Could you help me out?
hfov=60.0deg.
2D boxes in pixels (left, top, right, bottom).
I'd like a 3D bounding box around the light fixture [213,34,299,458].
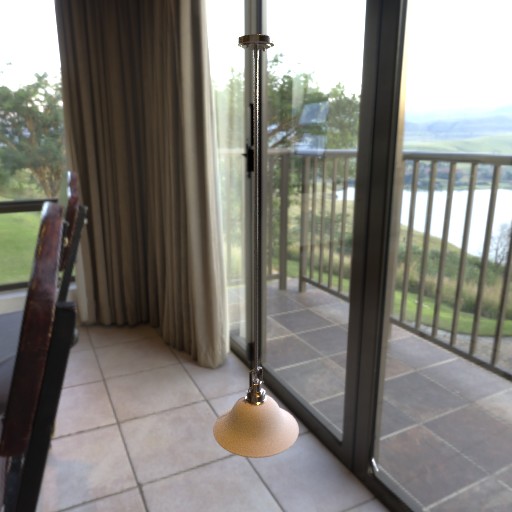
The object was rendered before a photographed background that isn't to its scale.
[{"bbox_3d":[0.000,0.000,1.508,0.324,1.354,0.324,14,21,43],"label":"light fixture"}]
